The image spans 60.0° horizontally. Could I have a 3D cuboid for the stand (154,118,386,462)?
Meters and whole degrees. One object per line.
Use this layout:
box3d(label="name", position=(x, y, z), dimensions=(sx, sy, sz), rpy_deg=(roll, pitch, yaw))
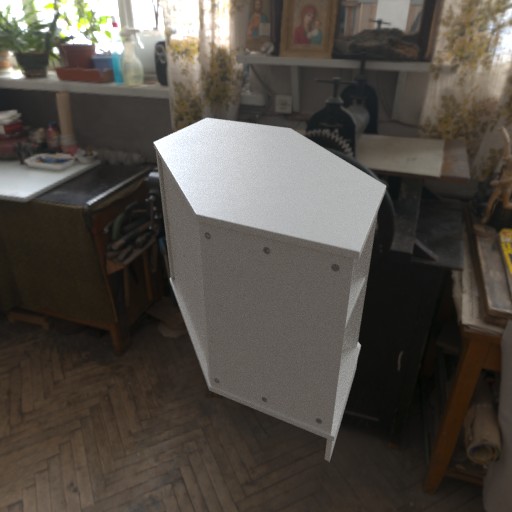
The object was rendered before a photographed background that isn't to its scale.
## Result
box3d(label="stand", position=(0.000, 0.000, 1.390), dimensions=(0.477, 0.614, 1.072), rpy_deg=(-11, 32, -17))
